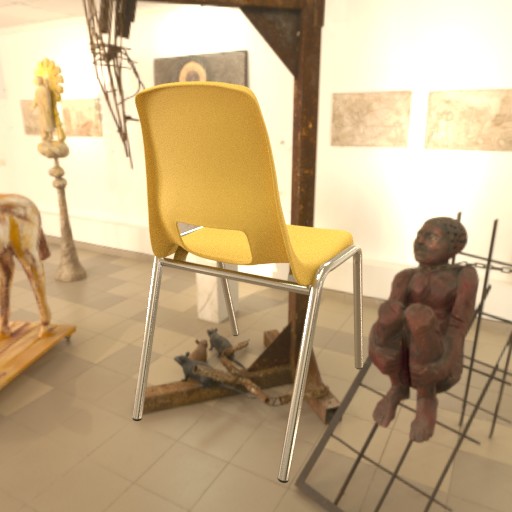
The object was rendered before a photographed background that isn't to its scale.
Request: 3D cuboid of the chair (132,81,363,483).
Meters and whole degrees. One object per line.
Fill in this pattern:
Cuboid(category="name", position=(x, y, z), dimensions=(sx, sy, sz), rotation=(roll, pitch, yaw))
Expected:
Cuboid(category="chair", position=(0.000, 0.000, 0.921), dimensions=(0.381, 0.653, 0.436), rotation=(10, 20, 27))
